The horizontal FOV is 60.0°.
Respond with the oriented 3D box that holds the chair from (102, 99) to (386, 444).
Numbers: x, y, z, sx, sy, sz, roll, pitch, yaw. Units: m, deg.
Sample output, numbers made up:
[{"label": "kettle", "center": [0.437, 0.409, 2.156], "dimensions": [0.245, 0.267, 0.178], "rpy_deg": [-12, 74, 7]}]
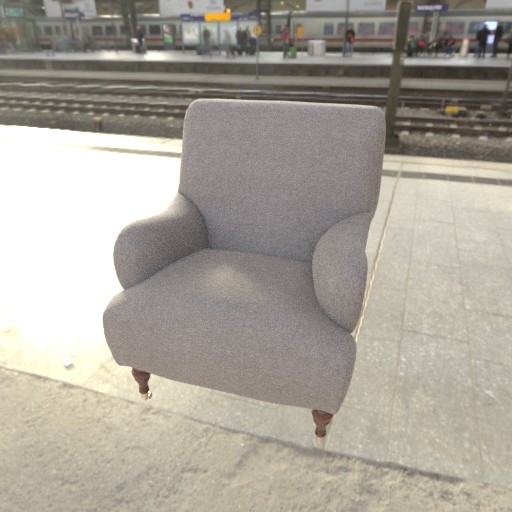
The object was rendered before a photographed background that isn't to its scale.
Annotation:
[{"label": "chair", "center": [0.000, 0.000, 1.528], "dimensions": [0.766, 0.942, 0.843], "rpy_deg": [8, 28, 16]}]
